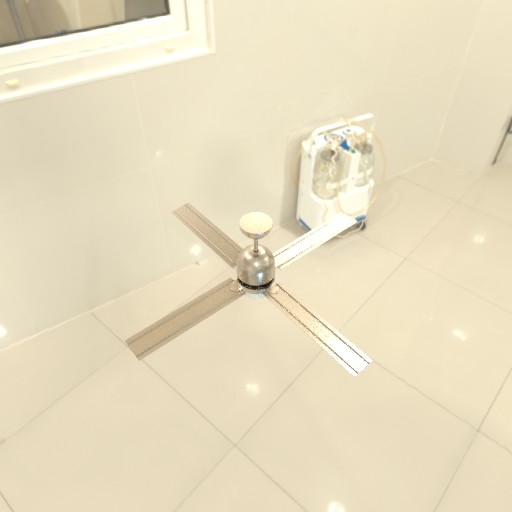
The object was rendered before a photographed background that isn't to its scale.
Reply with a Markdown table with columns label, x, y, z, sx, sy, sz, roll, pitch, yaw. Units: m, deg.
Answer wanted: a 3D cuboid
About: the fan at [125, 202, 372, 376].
| label | x | y | z | sx | sy | sz | roll | pitch | yaw |
| --- | --- | --- | --- | --- | --- | --- | --- | --- | --- |
| fan | 0.000 | 0.000 | 2.055 | 1.346 | 0.406 | 1.346 | -32 | 53 | -28 |
